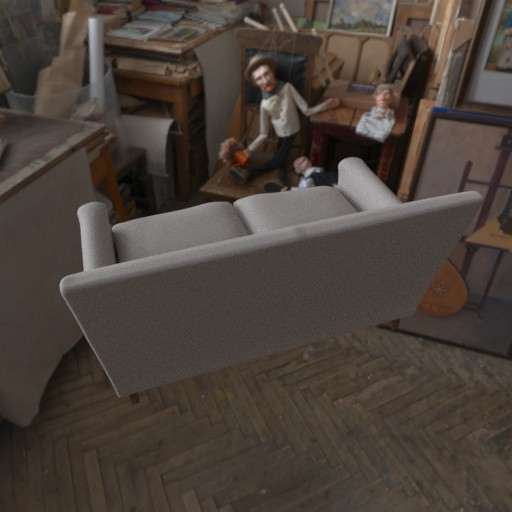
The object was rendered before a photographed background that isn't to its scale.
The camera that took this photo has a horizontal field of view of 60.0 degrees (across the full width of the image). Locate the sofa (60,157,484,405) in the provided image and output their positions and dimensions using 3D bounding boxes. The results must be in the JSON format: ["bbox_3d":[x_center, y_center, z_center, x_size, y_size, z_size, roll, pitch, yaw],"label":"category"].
[{"bbox_3d":[0.000,0.000,2.038,1.482,0.890,0.888,-13,42,-14],"label":"sofa"}]
